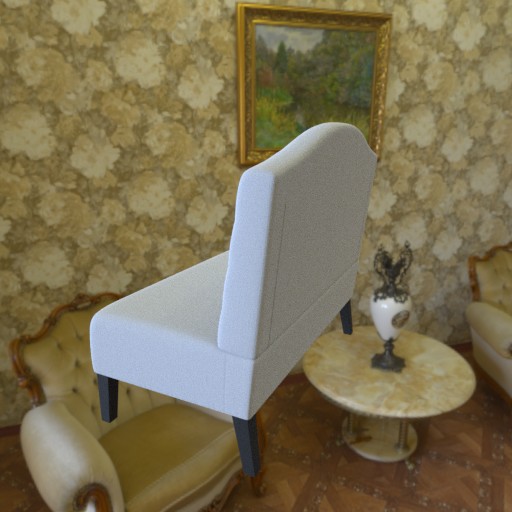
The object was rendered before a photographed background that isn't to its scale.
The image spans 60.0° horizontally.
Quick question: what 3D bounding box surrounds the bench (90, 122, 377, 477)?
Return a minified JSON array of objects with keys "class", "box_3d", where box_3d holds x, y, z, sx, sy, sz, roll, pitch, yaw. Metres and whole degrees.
[{"class":"bench","box_3d":[0.000,0.000,2.059,0.815,1.180,1.335,8,17,26]}]
